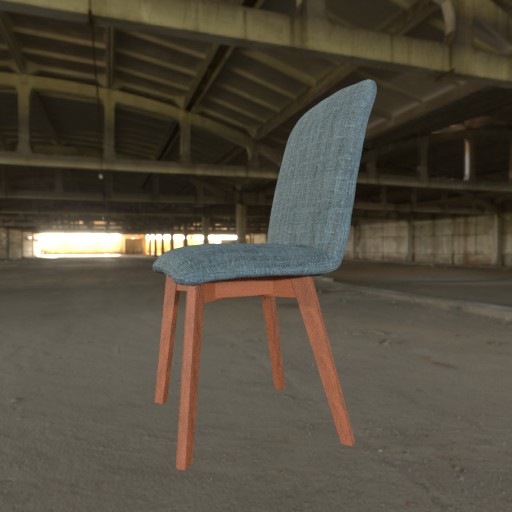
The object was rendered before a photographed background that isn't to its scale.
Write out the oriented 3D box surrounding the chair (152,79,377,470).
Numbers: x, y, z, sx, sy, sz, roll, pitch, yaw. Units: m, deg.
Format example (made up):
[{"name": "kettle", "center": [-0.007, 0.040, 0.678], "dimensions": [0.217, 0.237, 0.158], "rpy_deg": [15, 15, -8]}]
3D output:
[{"name": "chair", "center": [0.000, 0.000, 1.319], "dimensions": [0.563, 0.974, 0.522], "rpy_deg": [0, 1, -19]}]
